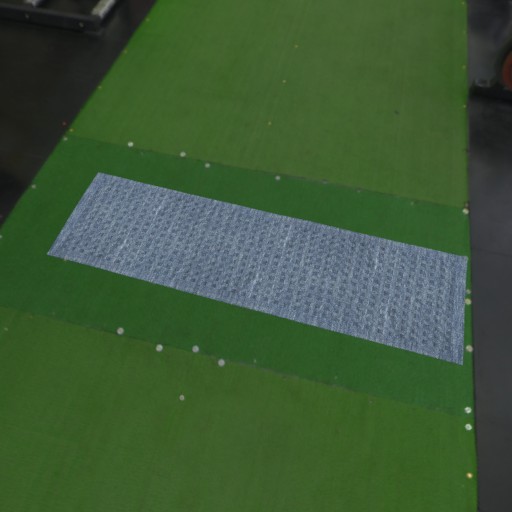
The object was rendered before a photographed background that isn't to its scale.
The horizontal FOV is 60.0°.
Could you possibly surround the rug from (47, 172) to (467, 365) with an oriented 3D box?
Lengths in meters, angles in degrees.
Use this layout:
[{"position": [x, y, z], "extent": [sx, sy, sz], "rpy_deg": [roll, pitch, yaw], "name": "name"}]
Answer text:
[{"position": [0.000, 0.000, 2.666], "extent": [2.443, 0.008, 0.688], "rpy_deg": [14, 59, 9], "name": "rug"}]
